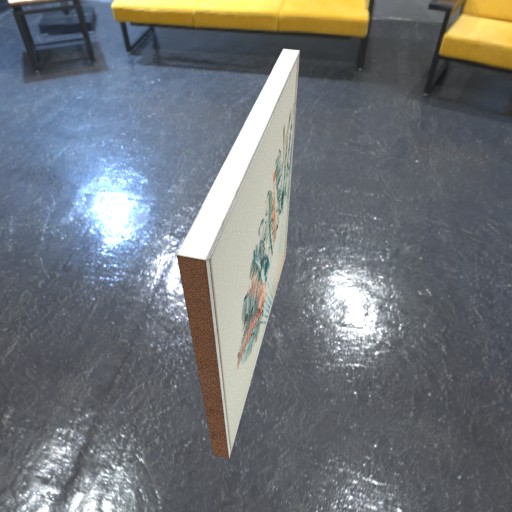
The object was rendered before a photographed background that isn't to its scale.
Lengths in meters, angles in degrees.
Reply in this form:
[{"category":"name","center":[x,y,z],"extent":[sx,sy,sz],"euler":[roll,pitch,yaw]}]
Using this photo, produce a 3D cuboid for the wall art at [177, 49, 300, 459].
[{"category":"wall art","center":[0.000,0.000,0.768],"extent":[0.029,0.506,0.508],"euler":[10,47,10]}]
